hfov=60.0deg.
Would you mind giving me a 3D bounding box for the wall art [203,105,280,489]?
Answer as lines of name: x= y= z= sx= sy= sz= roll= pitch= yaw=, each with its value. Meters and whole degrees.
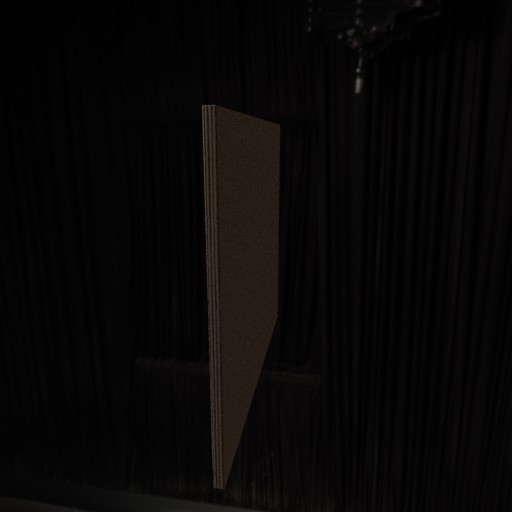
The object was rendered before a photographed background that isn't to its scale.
wall art: x=0.000 y=0.000 z=0.686 sx=0.013 sy=0.406 sz=0.508 roll=2 pitch=15 yaw=9
